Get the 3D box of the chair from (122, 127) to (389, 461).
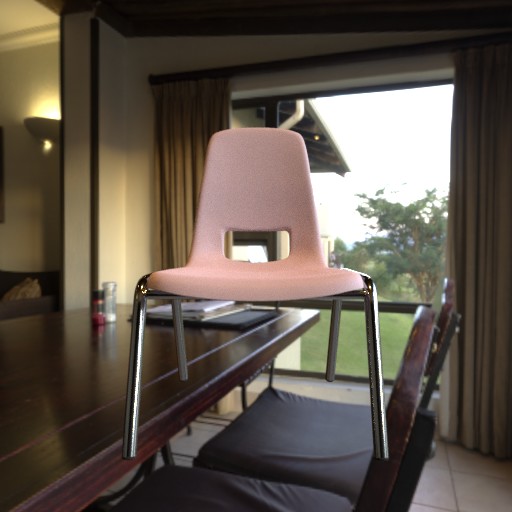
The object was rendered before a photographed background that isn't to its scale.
[{"bbox_3d":[0.000,0.000,0.765,0.354,0.536,0.385,0,1,0],"label":"chair"}]
